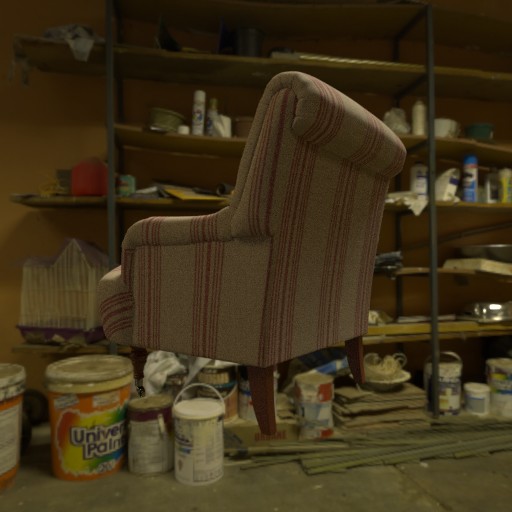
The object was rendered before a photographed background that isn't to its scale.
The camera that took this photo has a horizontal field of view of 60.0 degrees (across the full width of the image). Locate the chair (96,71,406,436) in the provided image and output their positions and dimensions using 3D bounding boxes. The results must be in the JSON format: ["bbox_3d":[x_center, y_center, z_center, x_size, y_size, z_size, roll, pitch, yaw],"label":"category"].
[{"bbox_3d":[0.000,0.000,1.876,1.058,1.123,0.933,-1,-1,36],"label":"chair"}]
